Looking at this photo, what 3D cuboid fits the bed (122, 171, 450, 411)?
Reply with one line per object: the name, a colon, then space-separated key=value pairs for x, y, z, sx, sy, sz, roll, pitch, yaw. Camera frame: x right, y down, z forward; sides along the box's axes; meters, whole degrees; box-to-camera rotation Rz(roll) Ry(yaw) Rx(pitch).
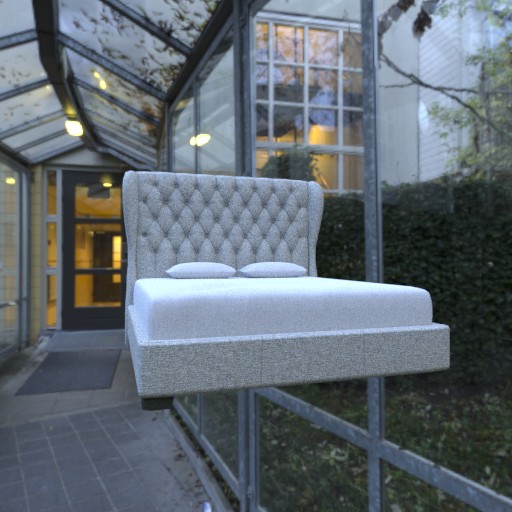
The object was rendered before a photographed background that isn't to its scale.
bed: x=0.000 y=0.000 z=3.897 sx=2.219 sy=1.771 sz=2.347 roll=0 pitch=0 yaw=-18
